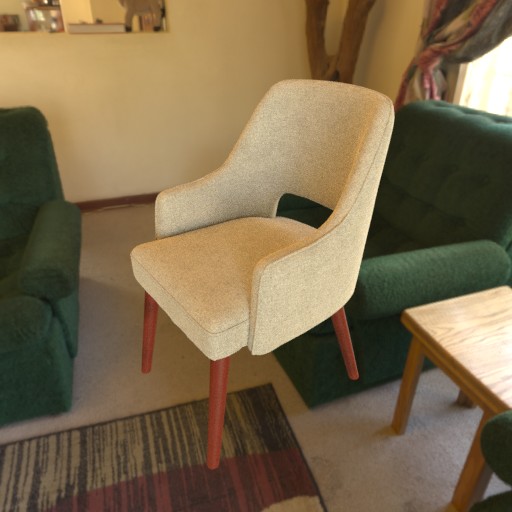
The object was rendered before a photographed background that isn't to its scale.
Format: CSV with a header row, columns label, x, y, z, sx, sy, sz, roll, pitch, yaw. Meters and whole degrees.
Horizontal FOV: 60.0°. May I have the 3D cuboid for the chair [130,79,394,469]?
label,x,y,z,sx,sy,sz,roll,pitch,yaw
chair,0.000,0.000,1.225,0.605,0.849,0.548,-20,35,-31
